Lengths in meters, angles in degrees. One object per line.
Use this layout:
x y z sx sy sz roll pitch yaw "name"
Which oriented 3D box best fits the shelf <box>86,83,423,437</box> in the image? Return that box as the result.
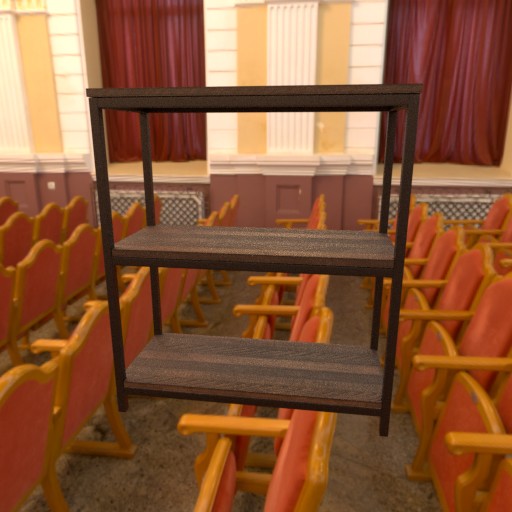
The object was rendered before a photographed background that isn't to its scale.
0.000 0.000 1.363 0.822 0.947 0.352 2 16 8 "shelf"
